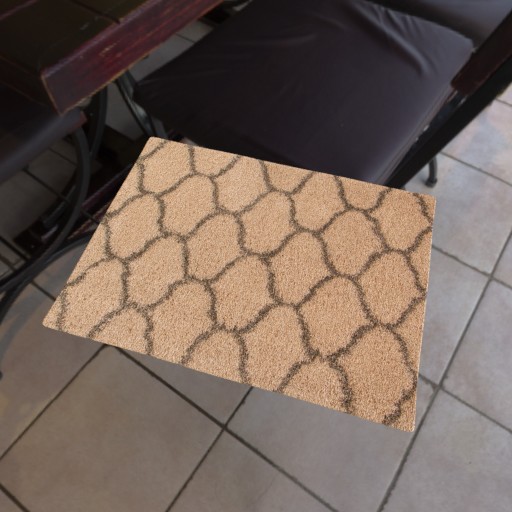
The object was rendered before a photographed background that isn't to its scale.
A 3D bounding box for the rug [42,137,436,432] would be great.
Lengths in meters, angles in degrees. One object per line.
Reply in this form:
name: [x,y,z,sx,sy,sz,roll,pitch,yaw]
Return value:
rug: [0.000,0.000,2.116,1.600,0.025,1.200,14,59,8]
